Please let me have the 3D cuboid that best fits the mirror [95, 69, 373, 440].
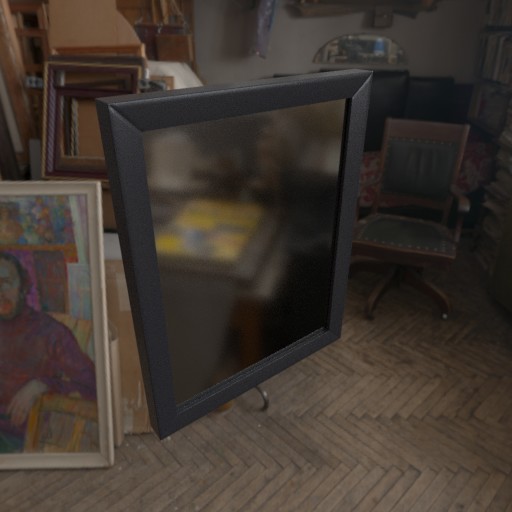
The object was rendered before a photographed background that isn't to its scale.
[{"bbox_3d":[0.000,0.000,0.688,0.405,0.508,0.041,-21,36,-32],"label":"mirror"}]
